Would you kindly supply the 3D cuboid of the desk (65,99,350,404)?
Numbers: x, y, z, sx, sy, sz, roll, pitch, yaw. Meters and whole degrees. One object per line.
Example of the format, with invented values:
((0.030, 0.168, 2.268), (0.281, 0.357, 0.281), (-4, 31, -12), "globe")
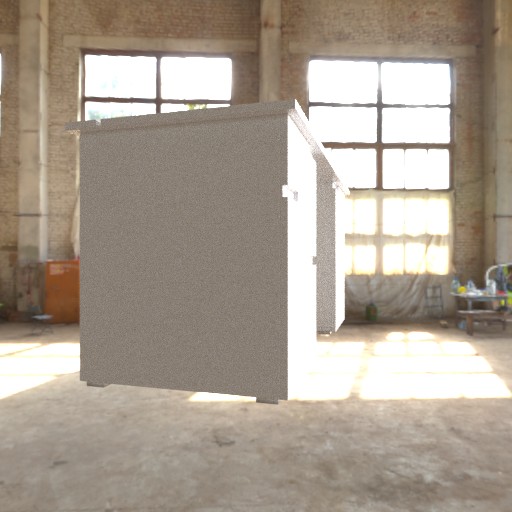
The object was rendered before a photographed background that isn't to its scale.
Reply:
((0.000, 0.000, 1.926), (0.670, 0.760, 1.580), (0, 0, 17), "desk")
